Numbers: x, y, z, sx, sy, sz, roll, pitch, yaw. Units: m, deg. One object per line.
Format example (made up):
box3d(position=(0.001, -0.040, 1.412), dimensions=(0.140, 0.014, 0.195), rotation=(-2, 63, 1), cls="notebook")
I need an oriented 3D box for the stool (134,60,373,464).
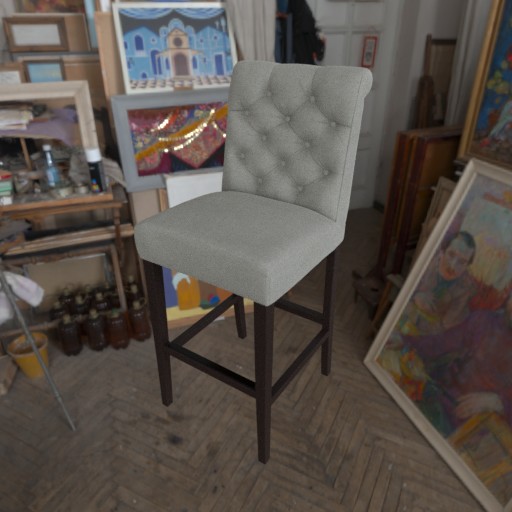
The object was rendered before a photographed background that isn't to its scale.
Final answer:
box3d(position=(0.000, 0.000, 1.470), dimensions=(0.493, 1.140, 0.601), rotation=(18, 33, 29), cls="stool")
